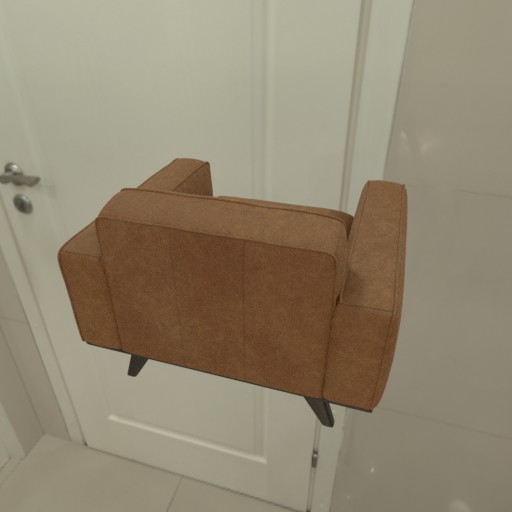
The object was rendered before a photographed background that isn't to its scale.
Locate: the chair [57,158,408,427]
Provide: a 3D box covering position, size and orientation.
[{"bbox_3d":[0.000,0.000,1.770,1.118,0.782,0.952,9,34,14],"label":"chair"}]
